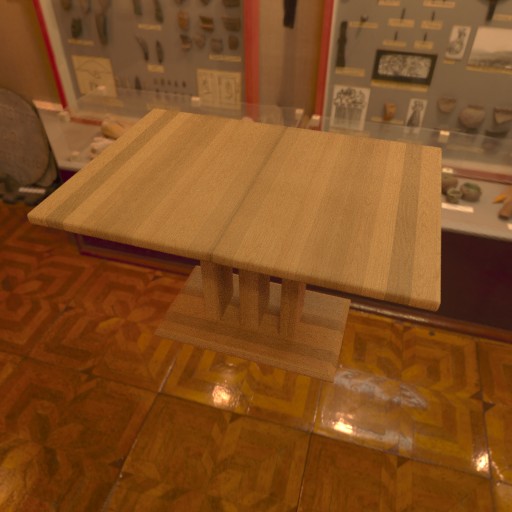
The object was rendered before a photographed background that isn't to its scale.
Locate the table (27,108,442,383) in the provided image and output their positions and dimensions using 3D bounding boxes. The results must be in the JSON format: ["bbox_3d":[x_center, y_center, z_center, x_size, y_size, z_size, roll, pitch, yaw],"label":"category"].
[{"bbox_3d":[0.000,0.000,1.879,1.300,0.770,0.900,12,43,13],"label":"table"}]
